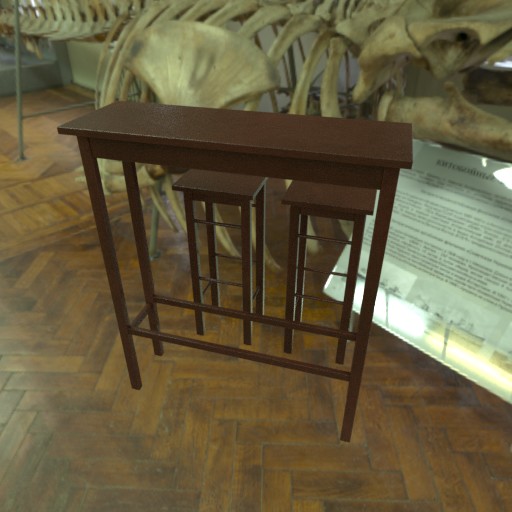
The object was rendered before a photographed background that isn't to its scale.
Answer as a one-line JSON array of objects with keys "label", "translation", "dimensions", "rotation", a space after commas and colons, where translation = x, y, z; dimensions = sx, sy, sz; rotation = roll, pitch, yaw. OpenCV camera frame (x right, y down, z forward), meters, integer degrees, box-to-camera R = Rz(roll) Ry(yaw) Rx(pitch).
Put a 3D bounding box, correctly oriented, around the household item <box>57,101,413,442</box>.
[{"label": "household item", "translation": [0.000, 0.000, 1.636], "dimensions": [0.914, 1.067, 0.676], "rotation": [9, 34, 14]}]
